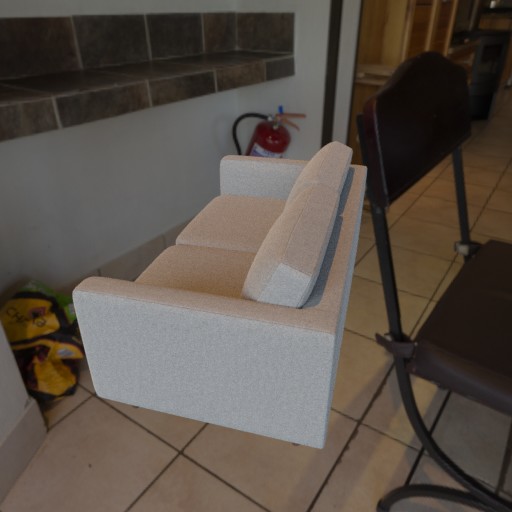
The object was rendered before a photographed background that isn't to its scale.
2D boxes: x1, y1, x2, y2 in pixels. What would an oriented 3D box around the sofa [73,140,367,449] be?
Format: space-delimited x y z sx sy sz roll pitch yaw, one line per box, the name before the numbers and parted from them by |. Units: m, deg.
sofa | 0.000 0.000 2.345 1.000 0.900 1.731 8 30 13
